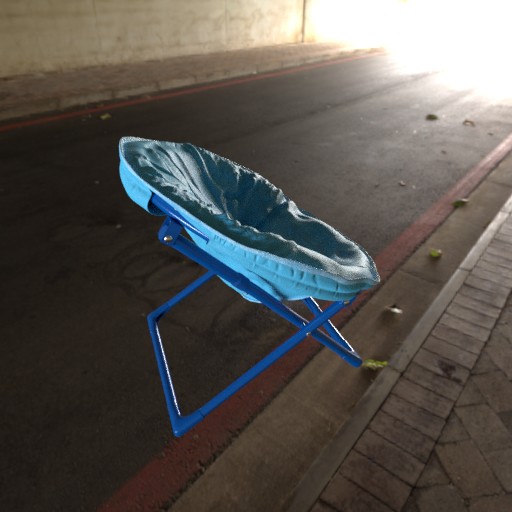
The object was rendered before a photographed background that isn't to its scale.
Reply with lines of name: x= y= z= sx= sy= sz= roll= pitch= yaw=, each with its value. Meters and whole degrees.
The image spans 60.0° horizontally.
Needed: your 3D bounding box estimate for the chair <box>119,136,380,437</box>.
chair: x=0.000 y=0.000 z=0.881 sx=0.465 sy=0.478 sz=0.520 roll=-10 pitch=32 yaw=-17
